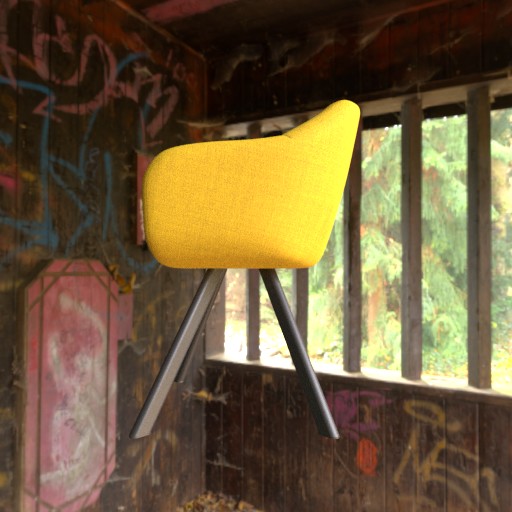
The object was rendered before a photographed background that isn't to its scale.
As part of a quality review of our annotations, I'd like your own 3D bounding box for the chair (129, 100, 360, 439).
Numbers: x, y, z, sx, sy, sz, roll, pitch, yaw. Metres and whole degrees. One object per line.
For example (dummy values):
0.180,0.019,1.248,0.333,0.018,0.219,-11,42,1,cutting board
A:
0.000,0.000,1.206,0.550,0.795,0.590,0,-1,0,chair
